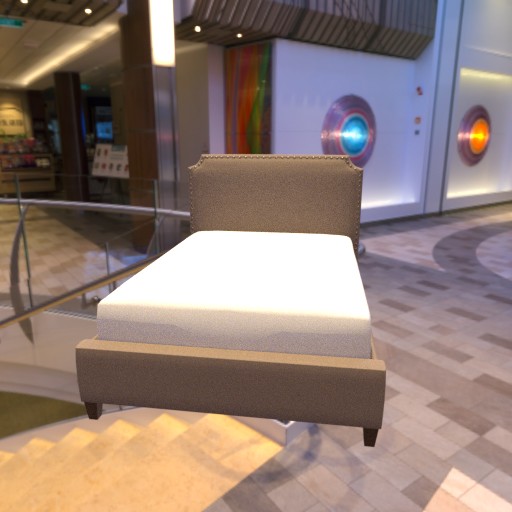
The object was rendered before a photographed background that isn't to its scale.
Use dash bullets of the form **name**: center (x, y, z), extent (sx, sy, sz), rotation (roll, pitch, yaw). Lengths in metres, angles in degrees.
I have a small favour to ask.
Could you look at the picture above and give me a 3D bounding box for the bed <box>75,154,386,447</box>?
- **bed**: center (0.000, 0.000, 3.391), extent (1.713, 1.443, 2.372), rotation (2, 15, 8)
